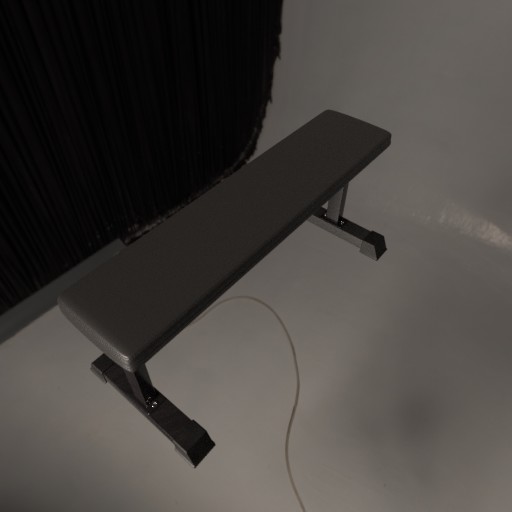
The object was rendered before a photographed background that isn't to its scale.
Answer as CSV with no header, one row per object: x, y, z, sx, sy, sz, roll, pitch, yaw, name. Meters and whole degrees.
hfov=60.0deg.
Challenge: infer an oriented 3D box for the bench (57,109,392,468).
0.000,0.000,1.325,0.439,0.453,1.072,31,54,26,bench
